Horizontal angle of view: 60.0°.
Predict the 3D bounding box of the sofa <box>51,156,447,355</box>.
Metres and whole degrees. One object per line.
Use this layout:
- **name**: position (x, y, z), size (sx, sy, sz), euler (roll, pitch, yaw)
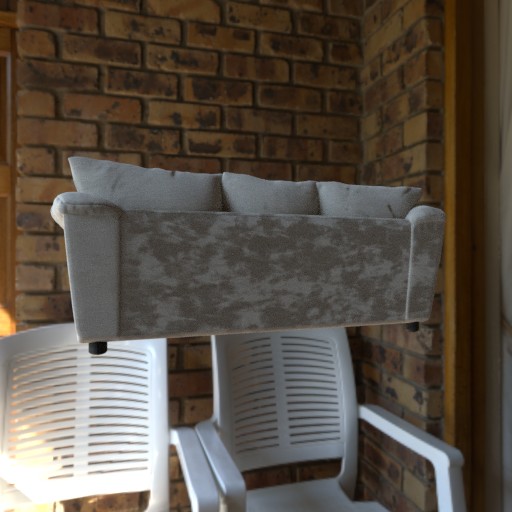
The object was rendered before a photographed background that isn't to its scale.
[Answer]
- **sofa**: position (0.000, 0.000, 2.798), size (2.377, 0.981, 0.893), euler (0, 0, -20)
